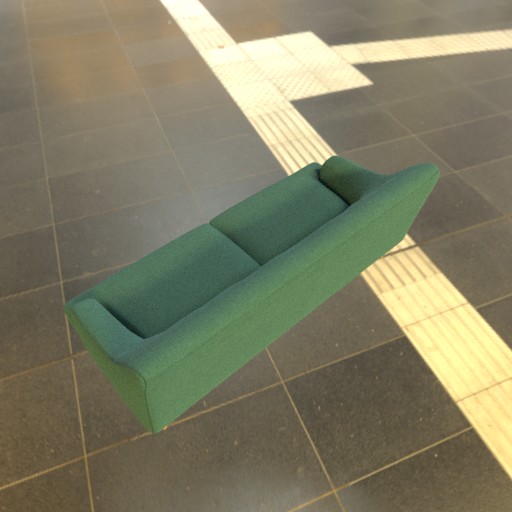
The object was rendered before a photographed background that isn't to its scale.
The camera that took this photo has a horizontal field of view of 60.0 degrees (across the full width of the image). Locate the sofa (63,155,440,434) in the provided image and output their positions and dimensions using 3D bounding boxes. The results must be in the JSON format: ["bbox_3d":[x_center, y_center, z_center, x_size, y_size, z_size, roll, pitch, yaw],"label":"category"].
[{"bbox_3d":[0.000,0.000,2.616,2.057,0.871,0.978,-33,56,-26],"label":"sofa"}]
